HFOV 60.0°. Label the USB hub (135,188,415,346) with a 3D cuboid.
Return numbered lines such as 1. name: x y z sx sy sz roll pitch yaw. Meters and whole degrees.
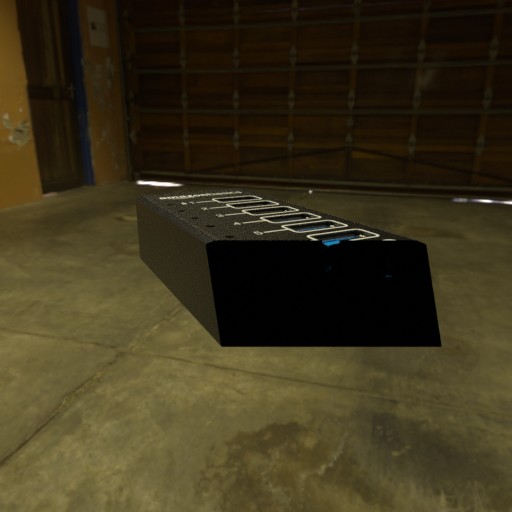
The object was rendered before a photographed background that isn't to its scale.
1. USB hub: 0.000 0.000 0.128 0.044 0.023 0.110 -9 19 -26
